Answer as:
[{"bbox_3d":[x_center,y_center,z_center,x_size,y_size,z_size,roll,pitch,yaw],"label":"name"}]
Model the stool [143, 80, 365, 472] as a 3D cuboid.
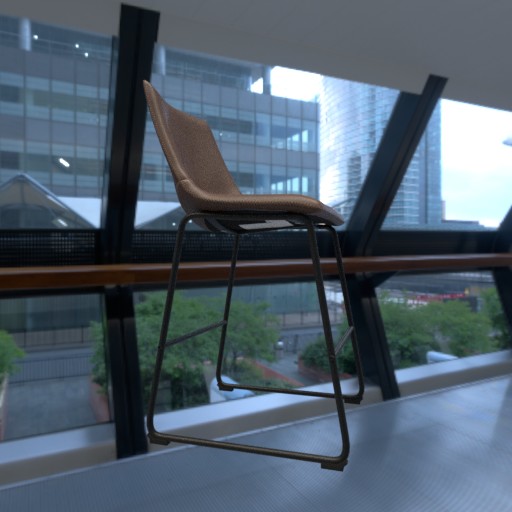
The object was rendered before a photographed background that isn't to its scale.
[{"bbox_3d":[0.000,0.000,1.212,0.550,0.890,0.460,0,0,18],"label":"stool"}]
